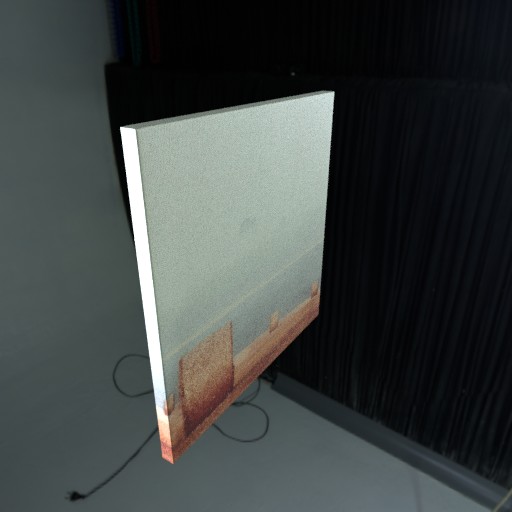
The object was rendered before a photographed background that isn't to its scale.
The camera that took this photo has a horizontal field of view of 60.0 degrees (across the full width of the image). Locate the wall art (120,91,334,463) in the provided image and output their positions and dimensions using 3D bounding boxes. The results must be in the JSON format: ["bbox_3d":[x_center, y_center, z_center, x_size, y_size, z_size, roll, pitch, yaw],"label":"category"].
[{"bbox_3d":[0.000,0.000,1.165,0.042,0.760,0.760,16,30,30],"label":"wall art"}]
